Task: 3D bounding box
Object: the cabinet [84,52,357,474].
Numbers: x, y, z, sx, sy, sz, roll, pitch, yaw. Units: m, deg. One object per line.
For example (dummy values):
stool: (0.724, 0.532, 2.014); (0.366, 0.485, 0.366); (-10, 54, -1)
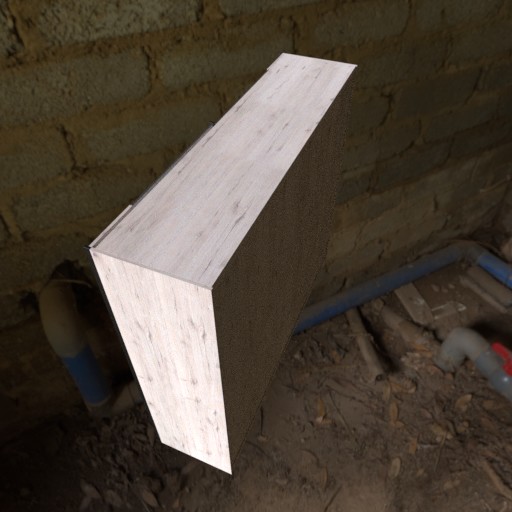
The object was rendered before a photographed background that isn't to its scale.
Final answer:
cabinet: (0.000, 0.000, 3.524); (0.660, 2.180, 2.500); (17, 48, 16)
